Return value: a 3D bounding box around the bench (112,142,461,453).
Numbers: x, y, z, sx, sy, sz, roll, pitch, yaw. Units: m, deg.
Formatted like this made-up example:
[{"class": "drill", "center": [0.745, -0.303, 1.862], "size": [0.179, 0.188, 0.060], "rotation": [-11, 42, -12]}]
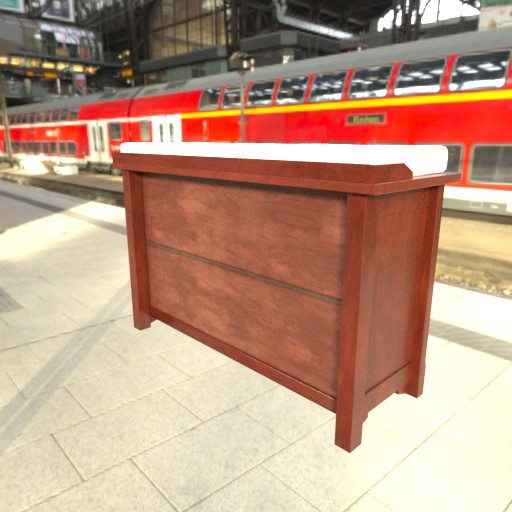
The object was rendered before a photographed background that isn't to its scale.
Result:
[{"class": "bench", "center": [0.000, 0.000, 1.313], "size": [0.369, 0.646, 0.987], "rotation": [-14, 20, -42]}]
